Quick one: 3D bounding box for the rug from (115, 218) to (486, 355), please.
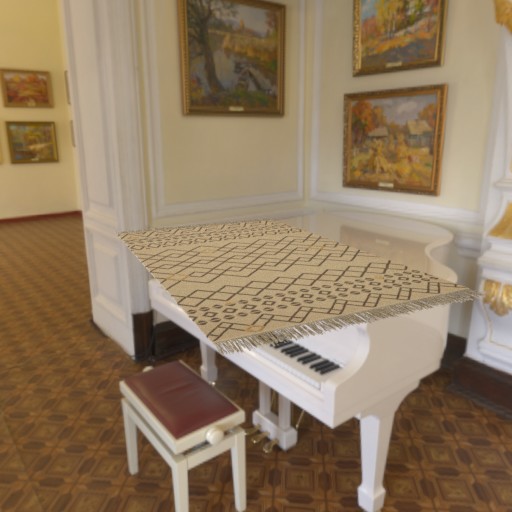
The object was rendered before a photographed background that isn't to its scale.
[{"bbox_3d":[0.000,0.000,3.063,1.495,0.035,2.472,-7,17,-25],"label":"rug"}]
